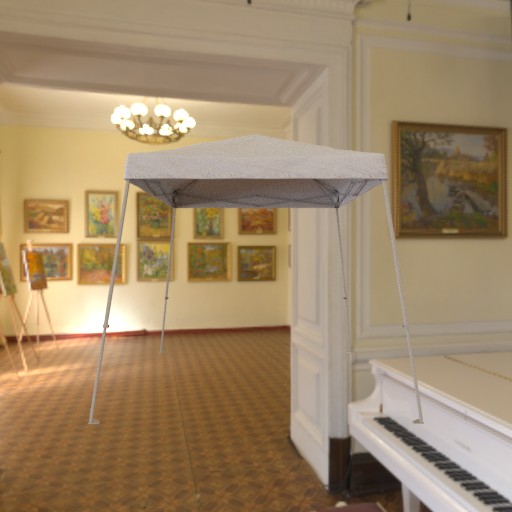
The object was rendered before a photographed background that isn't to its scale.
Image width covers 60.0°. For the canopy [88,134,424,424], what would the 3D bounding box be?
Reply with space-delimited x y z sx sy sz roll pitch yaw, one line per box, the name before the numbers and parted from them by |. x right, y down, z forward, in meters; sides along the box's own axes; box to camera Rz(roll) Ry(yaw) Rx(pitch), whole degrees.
canopy | 0.000 0.000 6.548 3.599 3.600 3.600 0 0 0
